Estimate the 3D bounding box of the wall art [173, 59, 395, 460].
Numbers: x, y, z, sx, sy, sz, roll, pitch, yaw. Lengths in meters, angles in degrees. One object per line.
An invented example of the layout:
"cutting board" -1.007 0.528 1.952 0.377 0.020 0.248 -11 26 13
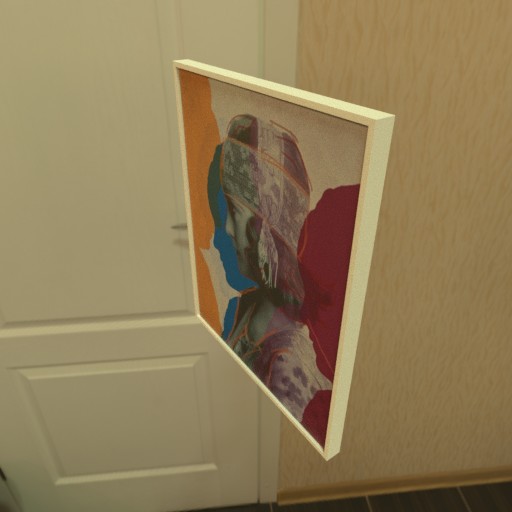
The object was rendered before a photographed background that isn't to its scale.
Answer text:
"wall art" 0.000 0.000 0.735 0.030 0.549 0.443 -20 37 -29
